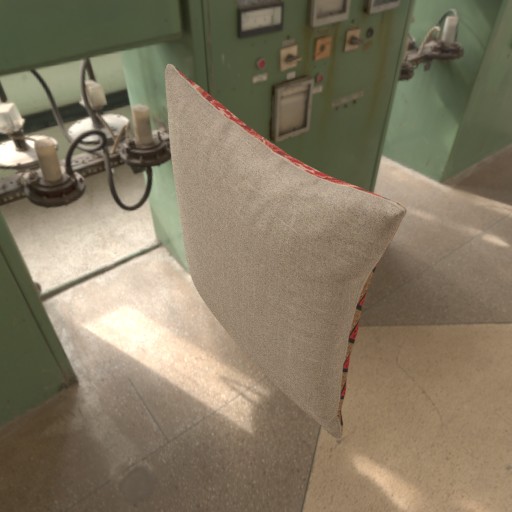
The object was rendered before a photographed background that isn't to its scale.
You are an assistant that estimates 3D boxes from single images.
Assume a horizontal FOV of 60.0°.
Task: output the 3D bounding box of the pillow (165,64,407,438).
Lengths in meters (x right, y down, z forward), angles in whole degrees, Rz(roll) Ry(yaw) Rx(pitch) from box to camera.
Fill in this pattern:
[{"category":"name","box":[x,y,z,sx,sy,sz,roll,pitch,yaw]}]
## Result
[{"category":"pillow","box":[0.000,0.000,0.776,0.158,0.511,0.513,-26,48,-26]}]
